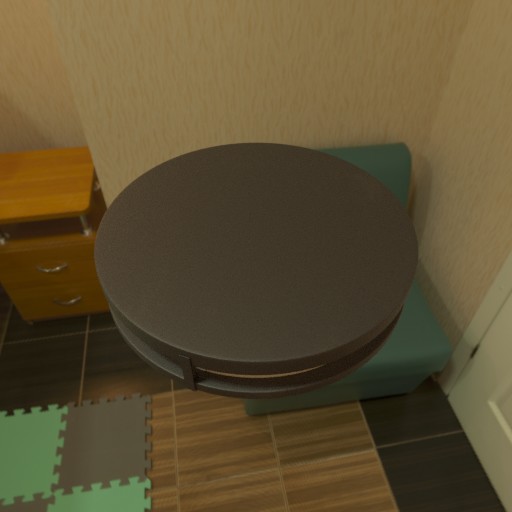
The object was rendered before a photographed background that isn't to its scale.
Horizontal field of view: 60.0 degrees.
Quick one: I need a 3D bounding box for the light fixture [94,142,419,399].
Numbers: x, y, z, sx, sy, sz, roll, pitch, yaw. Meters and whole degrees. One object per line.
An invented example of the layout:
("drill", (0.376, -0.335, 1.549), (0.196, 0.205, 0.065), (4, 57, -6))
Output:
("light fixture", (0.000, 0.000, 0.535), (0.356, 0.102, 0.356), (0, 45, 0))
